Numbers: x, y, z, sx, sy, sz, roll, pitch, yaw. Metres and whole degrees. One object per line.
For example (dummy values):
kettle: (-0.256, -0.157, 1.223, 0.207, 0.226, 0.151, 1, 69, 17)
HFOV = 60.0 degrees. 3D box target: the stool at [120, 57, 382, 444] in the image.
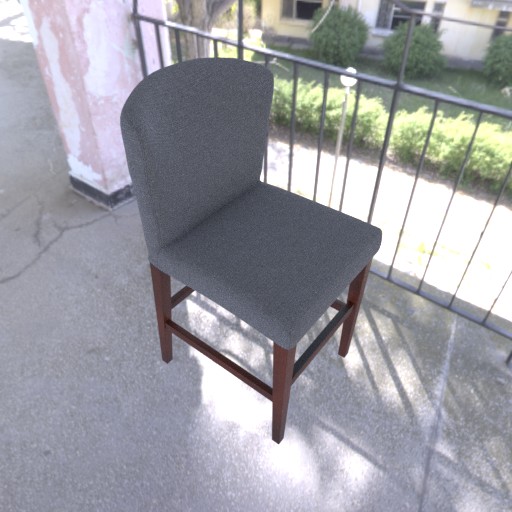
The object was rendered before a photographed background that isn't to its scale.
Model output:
stool: (0.000, 0.000, 1.291, 0.568, 0.968, 0.479, 27, 48, 28)
